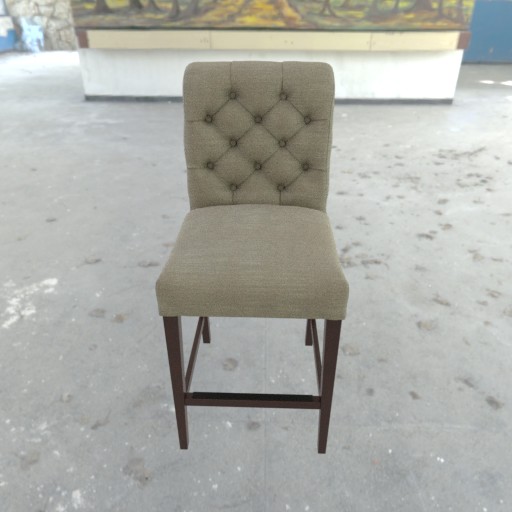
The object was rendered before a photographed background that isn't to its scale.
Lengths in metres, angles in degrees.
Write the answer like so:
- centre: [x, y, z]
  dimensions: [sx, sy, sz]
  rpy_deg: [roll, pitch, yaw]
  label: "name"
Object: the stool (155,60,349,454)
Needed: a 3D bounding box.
- centre: [0.000, 0.000, 1.415]
  dimensions: [0.486, 1.084, 0.660]
  rpy_deg: [1, 30, 2]
  label: "stool"
